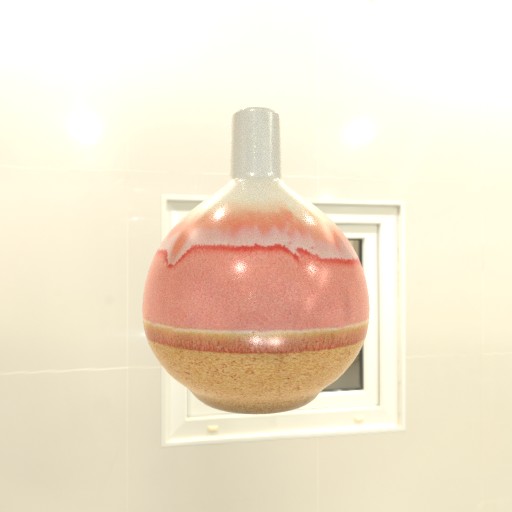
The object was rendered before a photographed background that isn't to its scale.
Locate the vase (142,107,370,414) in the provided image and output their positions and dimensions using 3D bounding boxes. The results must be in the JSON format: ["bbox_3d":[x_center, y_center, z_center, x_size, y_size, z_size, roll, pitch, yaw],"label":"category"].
[{"bbox_3d":[0.000,0.000,0.275,0.137,0.176,0.137,0,0,0],"label":"vase"}]
